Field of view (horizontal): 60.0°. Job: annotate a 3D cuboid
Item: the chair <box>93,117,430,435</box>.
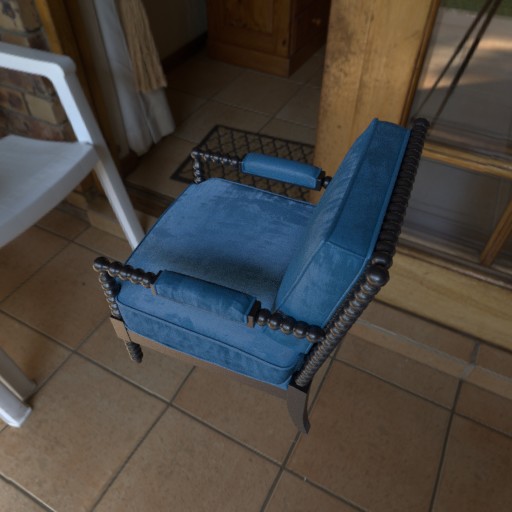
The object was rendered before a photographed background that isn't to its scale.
[{"bbox_3d":[0.000,0.000,1.446,0.805,0.857,0.688,17,50,15],"label":"chair"}]
